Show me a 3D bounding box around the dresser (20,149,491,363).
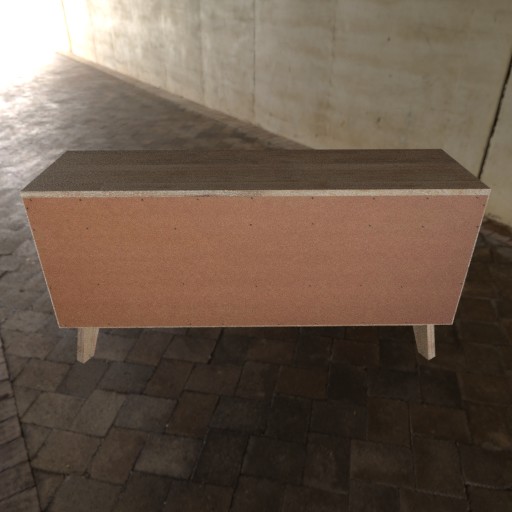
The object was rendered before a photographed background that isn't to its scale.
[{"bbox_3d":[0.000,0.000,1.901,1.602,0.788,0.455,0,31,-1],"label":"dresser"}]
